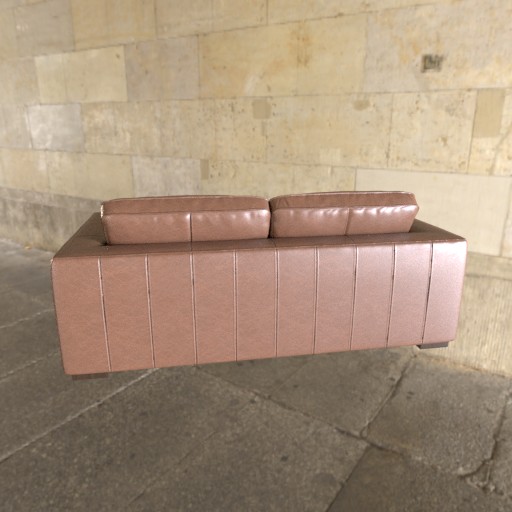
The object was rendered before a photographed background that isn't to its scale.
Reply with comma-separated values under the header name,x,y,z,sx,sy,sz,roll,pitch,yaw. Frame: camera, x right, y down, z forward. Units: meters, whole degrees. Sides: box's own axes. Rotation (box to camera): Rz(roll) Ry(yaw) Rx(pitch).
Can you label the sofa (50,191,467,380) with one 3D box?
name,x,y,z,sx,sy,sz,roll,pitch,yaw
sofa,0.000,0.000,2.507,1.920,0.800,1.070,-3,17,-9
